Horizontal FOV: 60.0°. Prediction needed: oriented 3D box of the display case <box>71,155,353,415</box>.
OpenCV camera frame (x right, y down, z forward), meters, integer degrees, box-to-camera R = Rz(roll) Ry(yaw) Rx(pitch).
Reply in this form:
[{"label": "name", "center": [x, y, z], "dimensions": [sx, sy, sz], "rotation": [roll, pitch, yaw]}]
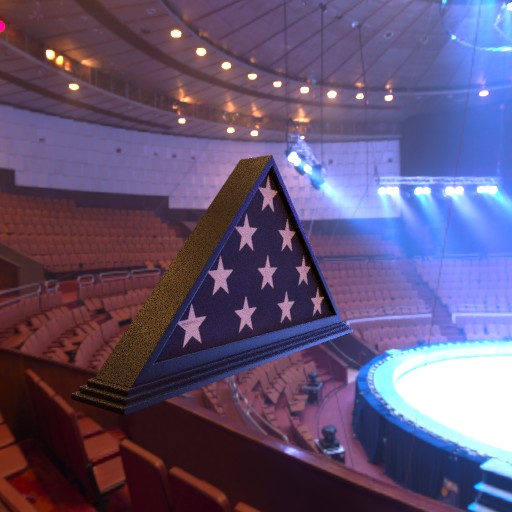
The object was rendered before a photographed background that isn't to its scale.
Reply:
[{"label": "display case", "center": [0.000, 0.000, 0.763], "dimensions": [0.095, 0.340, 0.640], "rotation": [0, 0, 34]}]
